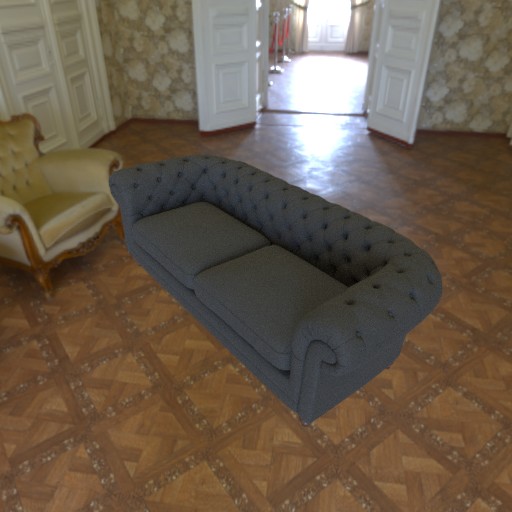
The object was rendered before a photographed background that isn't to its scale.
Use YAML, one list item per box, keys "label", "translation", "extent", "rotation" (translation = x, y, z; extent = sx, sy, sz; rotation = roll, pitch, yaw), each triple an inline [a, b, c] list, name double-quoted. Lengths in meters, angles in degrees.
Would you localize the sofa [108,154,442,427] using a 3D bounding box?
- label: "sofa"
  translation: [0.000, 0.000, 2.865]
  extent: [0.991, 0.762, 2.362]
  rotation: [-22, 38, -32]
